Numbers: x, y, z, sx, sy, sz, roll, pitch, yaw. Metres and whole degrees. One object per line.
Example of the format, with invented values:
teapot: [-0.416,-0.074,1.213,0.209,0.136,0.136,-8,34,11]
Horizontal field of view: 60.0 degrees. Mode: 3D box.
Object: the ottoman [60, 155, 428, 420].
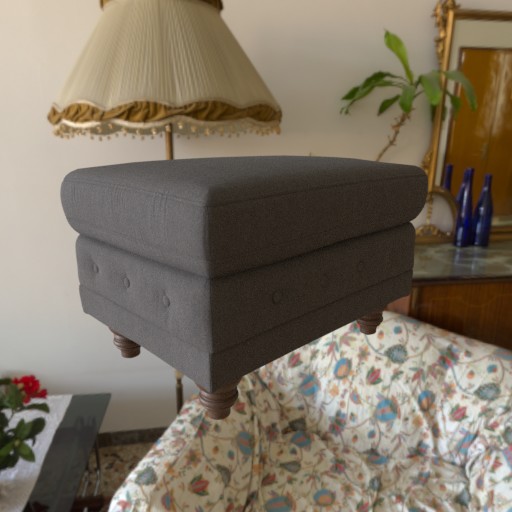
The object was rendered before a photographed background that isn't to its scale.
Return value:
ottoman: [0.000,0.000,1.153,0.771,0.500,0.569,-14,21,-42]
